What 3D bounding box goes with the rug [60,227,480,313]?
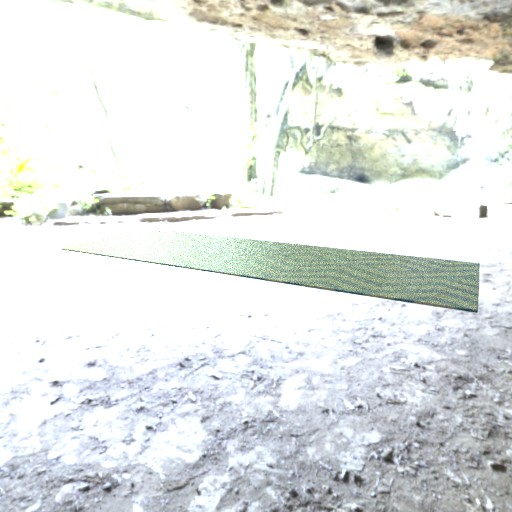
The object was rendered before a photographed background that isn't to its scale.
[{"bbox_3d":[0.000,0.000,1.648,1.492,0.007,0.503,7,16,26],"label":"rug"}]
